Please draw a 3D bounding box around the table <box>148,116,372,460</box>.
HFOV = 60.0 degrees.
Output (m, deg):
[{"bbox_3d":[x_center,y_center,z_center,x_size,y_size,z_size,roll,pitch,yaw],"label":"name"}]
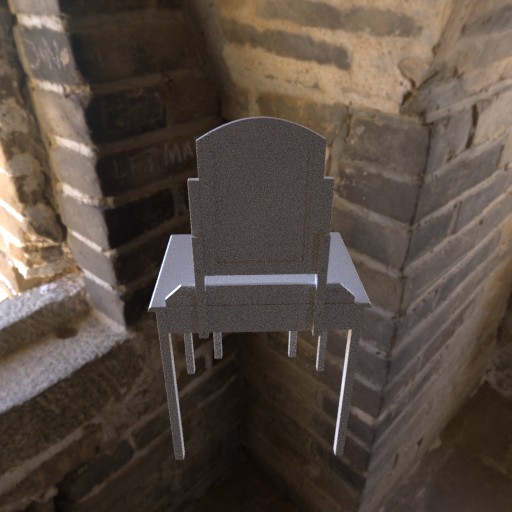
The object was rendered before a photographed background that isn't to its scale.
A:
[{"bbox_3d":[0.000,0.000,2.288,0.876,1.631,1.211,-1,29,-2],"label":"table"}]
